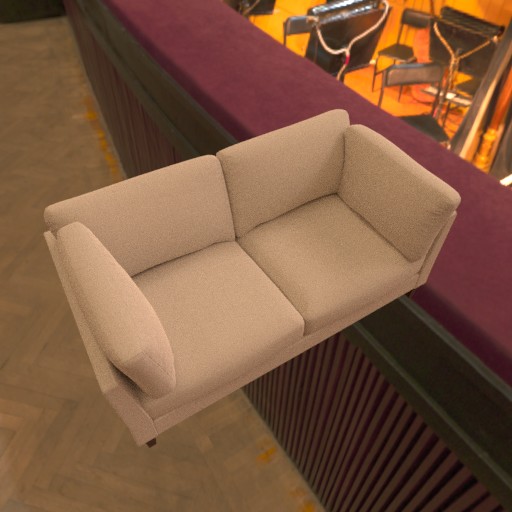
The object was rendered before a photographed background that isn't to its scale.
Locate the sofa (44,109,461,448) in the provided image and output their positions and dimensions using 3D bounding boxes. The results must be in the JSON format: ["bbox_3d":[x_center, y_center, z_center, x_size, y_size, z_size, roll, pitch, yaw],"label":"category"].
[{"bbox_3d":[0.000,0.000,2.228,1.776,0.836,0.970,-24,50,-22],"label":"sofa"}]
